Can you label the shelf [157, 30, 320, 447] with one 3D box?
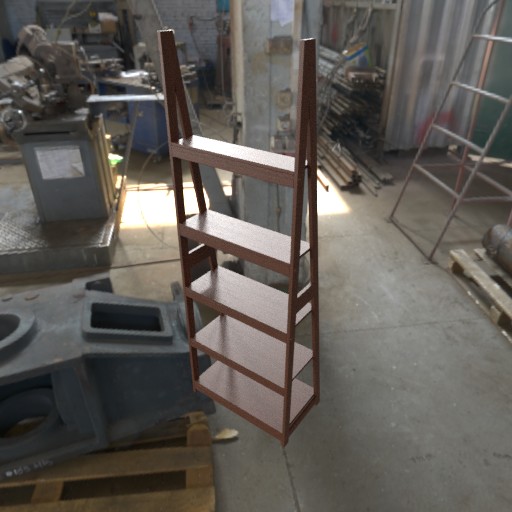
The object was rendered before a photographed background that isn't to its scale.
[{"bbox_3d":[0.000,0.000,1.957,0.600,1.770,0.350,20,36,31],"label":"shelf"}]
